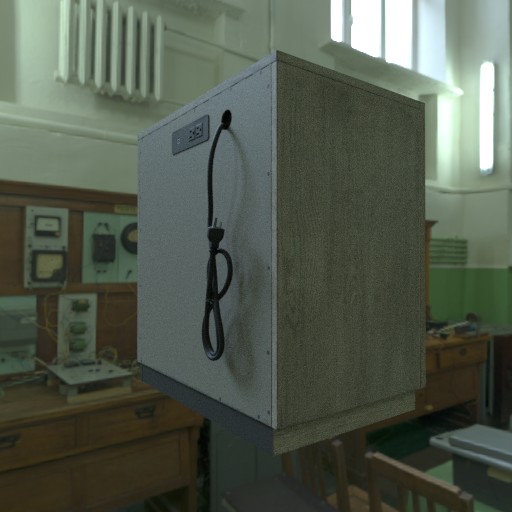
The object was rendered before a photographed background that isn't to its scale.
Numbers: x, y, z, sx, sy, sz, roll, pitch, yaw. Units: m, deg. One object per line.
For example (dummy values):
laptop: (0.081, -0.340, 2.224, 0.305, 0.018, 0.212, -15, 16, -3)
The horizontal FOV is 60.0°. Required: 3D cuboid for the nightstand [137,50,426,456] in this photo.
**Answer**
nightstand: (0.000, 0.000, 1.079, 0.483, 0.673, 0.612, 0, -1, -36)
